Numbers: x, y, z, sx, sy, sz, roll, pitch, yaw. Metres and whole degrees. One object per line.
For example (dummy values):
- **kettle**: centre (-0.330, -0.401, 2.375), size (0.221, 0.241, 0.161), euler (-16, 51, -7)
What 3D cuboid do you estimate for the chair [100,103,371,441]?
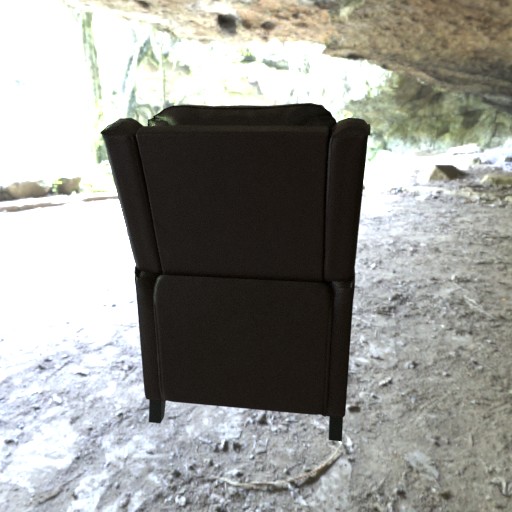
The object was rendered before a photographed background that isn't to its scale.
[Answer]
- **chair**: centre (0.000, 0.000, 1.767), size (0.770, 1.132, 0.982), euler (2, 17, 8)
